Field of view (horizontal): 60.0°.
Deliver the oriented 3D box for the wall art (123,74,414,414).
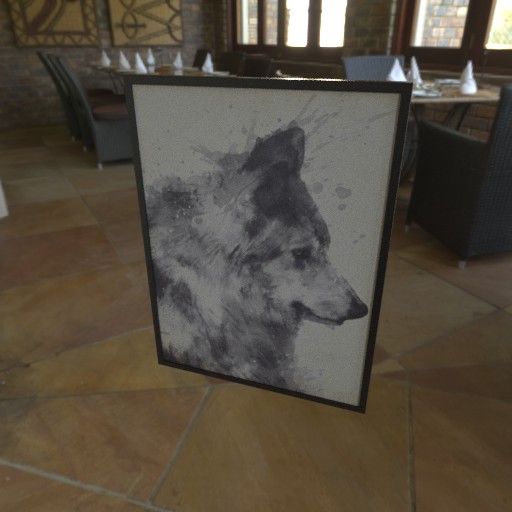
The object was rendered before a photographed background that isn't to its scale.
[{"bbox_3d":[0.000,0.000,1.419,0.804,1.061,0.039,9,27,17],"label":"wall art"}]
